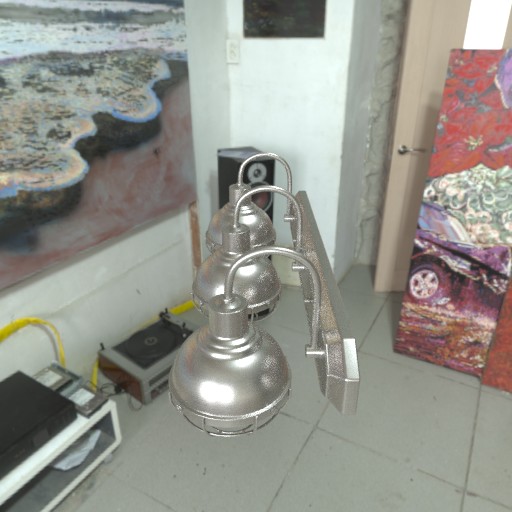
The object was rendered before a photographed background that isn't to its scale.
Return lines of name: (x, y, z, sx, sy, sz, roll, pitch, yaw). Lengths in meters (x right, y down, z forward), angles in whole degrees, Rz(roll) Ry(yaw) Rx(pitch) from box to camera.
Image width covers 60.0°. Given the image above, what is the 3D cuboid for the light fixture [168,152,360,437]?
light fixture: (0.000, 0.000, 0.771, 0.229, 0.254, 0.634, 0, 26, 0)
